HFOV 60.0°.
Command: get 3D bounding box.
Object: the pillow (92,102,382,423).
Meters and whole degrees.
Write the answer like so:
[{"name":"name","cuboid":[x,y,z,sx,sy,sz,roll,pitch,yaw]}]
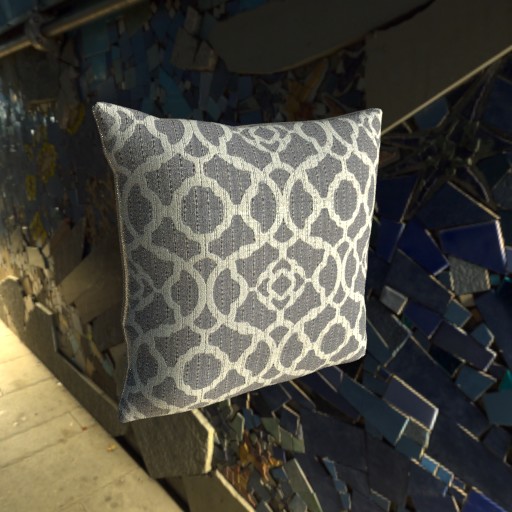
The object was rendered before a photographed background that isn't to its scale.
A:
[{"name":"pillow","cuboid":[0.000,0.000,0.770,0.508,0.498,0.215,-8,18,-26]}]
